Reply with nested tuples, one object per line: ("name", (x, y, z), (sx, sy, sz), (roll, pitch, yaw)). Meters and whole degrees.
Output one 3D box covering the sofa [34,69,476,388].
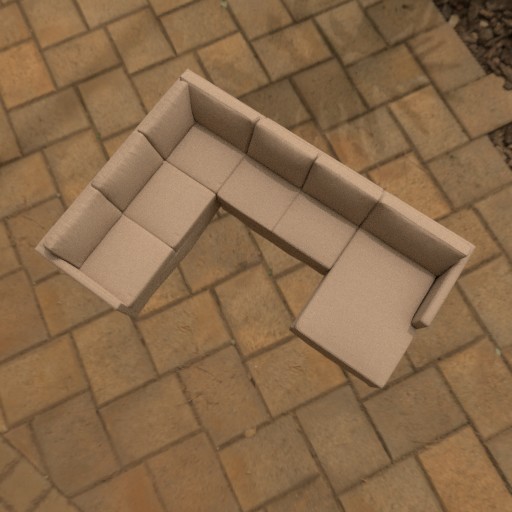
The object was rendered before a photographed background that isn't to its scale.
("sofa", (0.000, 0.000, 4.429), (3.460, 0.882, 2.427), (34, 78, 8))
